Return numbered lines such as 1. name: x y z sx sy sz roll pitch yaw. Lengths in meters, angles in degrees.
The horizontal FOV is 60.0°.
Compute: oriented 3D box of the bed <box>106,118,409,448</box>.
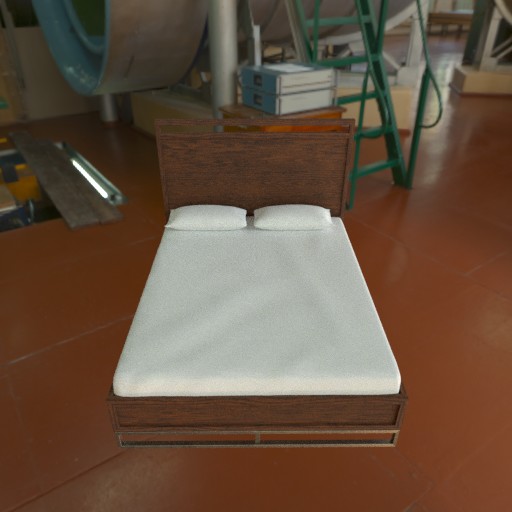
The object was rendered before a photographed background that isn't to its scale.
1. bed: 0.000 0.000 3.361 1.765 1.487 2.218 0 32 0
